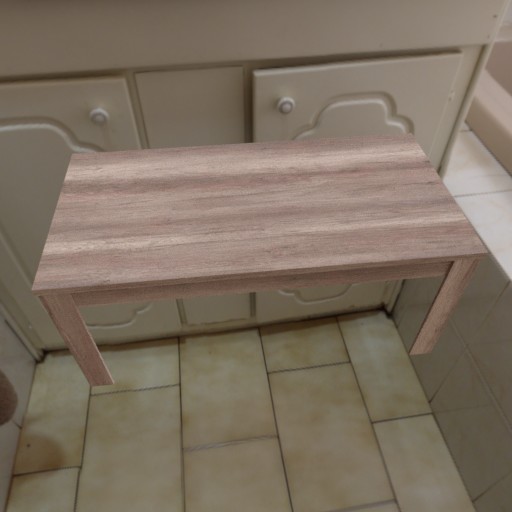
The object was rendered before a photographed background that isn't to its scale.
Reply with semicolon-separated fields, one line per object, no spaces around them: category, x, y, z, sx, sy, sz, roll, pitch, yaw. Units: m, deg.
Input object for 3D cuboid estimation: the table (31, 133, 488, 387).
table;0.000;0.000;2.327;1.800;0.790;0.900;-5;47;-4
